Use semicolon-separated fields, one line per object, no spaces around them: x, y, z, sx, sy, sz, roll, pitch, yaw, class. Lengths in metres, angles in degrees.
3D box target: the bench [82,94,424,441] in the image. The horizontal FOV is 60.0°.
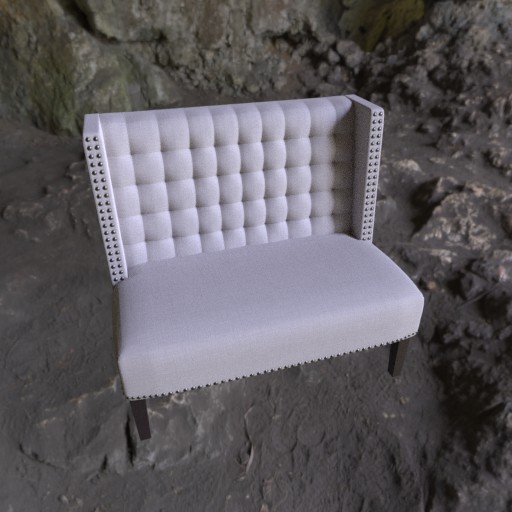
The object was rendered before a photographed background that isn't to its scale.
0.000;0.000;1.962;1.280;1.123;0.847;-9;34;-14;bench
